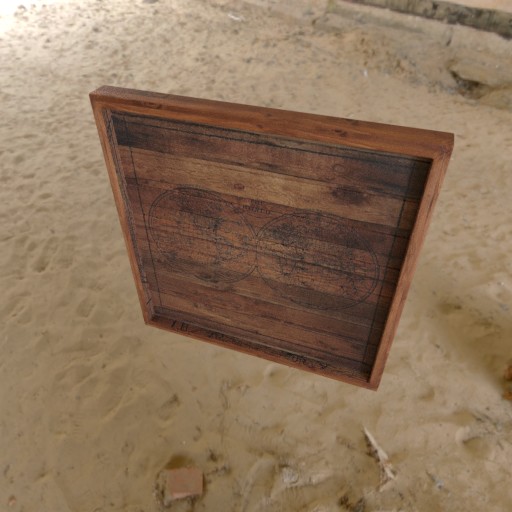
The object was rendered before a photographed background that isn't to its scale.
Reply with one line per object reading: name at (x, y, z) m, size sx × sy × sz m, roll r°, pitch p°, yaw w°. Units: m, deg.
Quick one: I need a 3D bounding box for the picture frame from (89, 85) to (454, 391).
picture frame at (0.000, 0.000, 0.531) m, size 0.352 × 0.356 × 0.028 m, roll 13°, pitch 42°, yaw 15°
